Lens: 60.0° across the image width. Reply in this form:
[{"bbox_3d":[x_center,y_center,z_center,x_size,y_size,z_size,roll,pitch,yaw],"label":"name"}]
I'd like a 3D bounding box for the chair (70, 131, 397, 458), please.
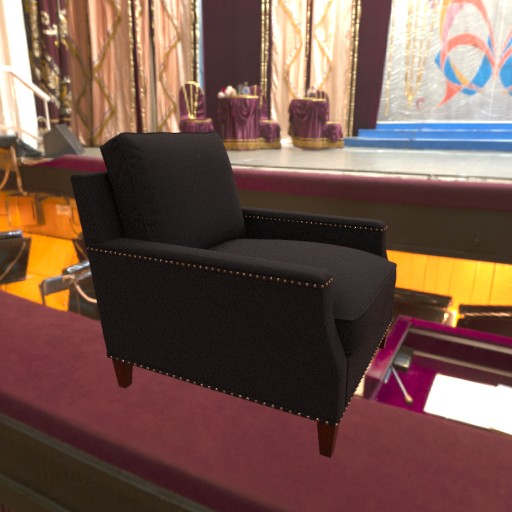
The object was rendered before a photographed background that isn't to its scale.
[{"bbox_3d":[0.000,0.000,1.748,1.014,0.943,0.853,8,18,26],"label":"chair"}]
